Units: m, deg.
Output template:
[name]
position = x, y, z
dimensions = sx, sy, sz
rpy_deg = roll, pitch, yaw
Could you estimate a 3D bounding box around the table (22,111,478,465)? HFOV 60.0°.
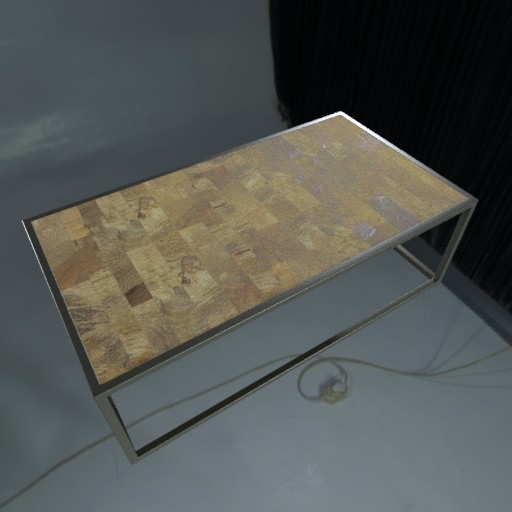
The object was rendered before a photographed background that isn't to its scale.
[table]
position = 0.000, 0.000, 1.462
dimensions = 1.199, 0.398, 0.649
rpy_deg = -25, 51, -22
